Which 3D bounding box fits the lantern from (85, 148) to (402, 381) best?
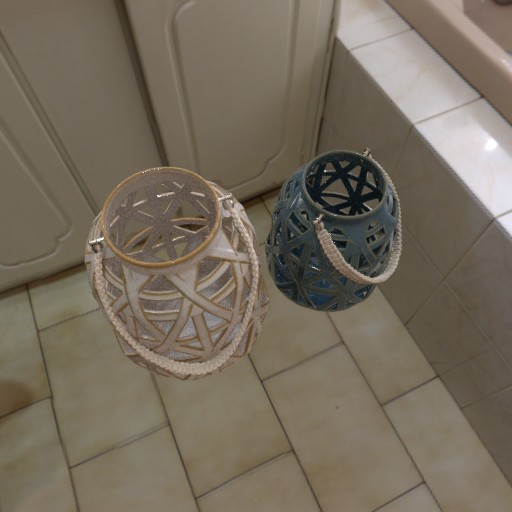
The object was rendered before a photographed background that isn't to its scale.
[{"bbox_3d":[0.000,0.000,0.613,0.439,0.307,0.245,-20,63,-11],"label":"lantern"}]
